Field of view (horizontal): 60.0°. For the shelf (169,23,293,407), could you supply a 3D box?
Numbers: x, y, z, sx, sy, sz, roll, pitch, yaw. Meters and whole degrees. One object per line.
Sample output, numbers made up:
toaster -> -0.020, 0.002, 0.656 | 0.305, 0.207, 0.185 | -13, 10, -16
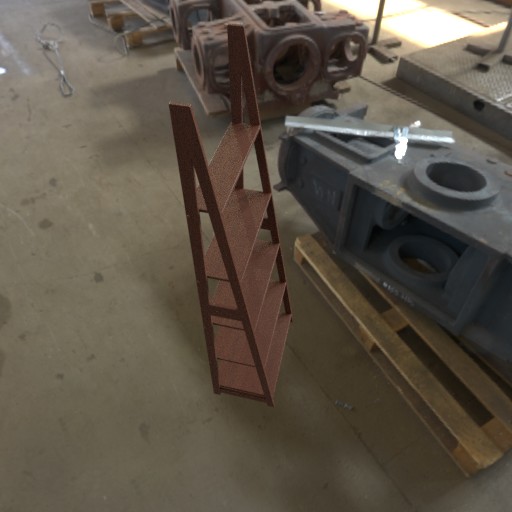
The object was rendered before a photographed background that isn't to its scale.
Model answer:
shelf -> 0.000, 0.000, 2.032 | 0.350, 1.770, 0.600 | 10, 48, 9
